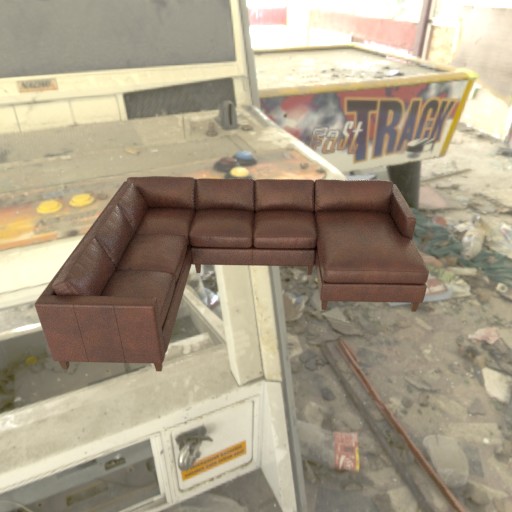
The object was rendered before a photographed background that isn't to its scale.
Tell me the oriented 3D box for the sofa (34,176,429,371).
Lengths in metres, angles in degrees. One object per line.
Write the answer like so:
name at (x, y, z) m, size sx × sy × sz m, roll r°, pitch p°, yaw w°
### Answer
sofa at (0.000, 0.000, 4.524) m, size 3.324 × 0.891 × 2.452 m, roll 1°, pitch 32°, yaw 2°
